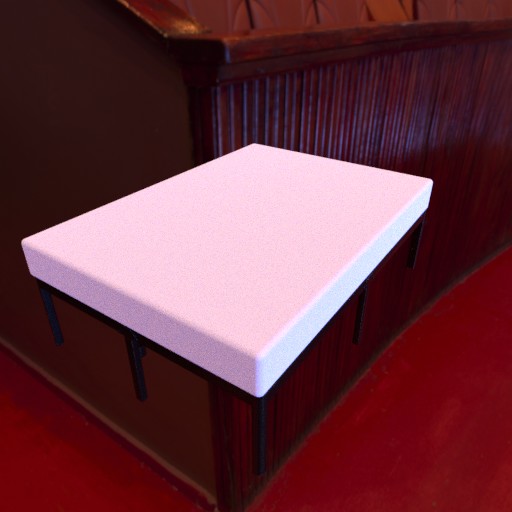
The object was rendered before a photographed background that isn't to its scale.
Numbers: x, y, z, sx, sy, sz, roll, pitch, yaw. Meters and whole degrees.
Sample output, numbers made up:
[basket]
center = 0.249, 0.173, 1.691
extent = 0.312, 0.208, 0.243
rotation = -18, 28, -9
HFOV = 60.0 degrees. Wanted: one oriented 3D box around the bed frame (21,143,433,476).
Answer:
[bed frame]
center = 0.000, 0.000, 2.628
extent = 1.408, 0.659, 1.956
rotation = 19, 36, 29
